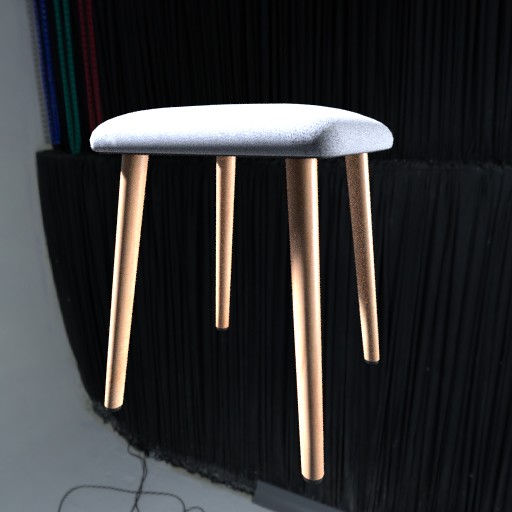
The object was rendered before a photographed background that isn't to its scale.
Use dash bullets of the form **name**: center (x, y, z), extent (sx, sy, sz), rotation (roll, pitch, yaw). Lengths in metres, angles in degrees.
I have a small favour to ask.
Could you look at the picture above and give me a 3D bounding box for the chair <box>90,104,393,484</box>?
- **chair**: center (0.000, 0.000, 0.689), extent (0.350, 0.440, 0.350), rotation (8, 17, 26)
